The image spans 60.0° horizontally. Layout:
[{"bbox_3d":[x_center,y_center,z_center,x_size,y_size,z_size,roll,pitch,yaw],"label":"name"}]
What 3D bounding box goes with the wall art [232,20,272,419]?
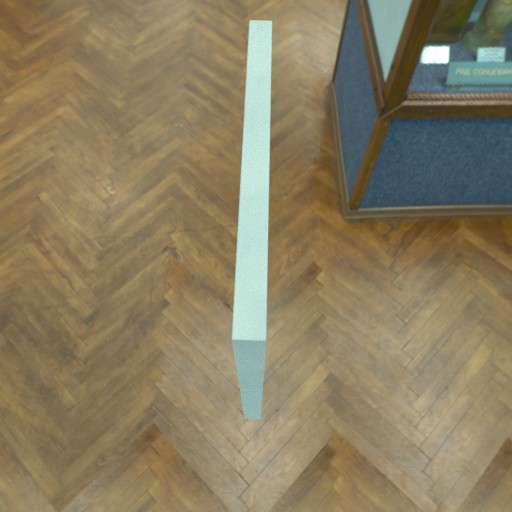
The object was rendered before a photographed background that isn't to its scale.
[{"bbox_3d":[0.000,0.000,0.838,0.037,0.606,0.508,1,63,1],"label":"wall art"}]
